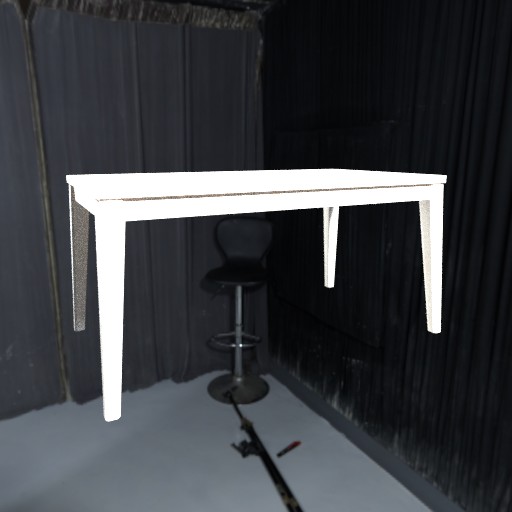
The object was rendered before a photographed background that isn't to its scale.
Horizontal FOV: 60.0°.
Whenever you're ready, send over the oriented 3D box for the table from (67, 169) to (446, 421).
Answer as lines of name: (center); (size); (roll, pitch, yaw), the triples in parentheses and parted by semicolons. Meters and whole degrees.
table: (0.000, 0.000, 2.126); (1.600, 0.760, 0.900); (-7, 15, -27)
